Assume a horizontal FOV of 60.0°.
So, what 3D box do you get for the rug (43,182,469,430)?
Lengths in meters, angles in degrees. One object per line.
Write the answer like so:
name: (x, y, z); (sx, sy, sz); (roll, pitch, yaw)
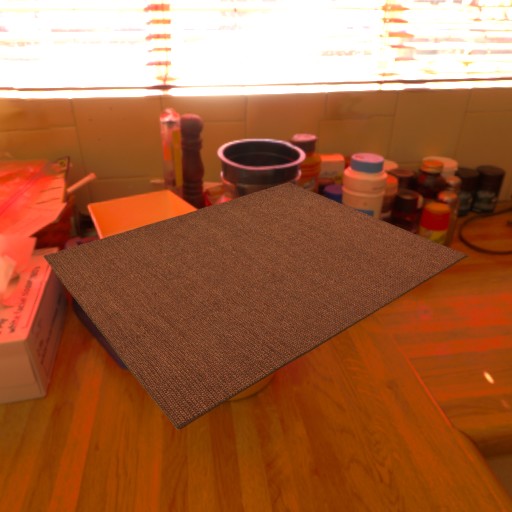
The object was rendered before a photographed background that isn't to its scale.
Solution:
rug: (0.000, 0.000, 4.073); (3.068, 0.021, 2.456); (-22, 36, -33)
